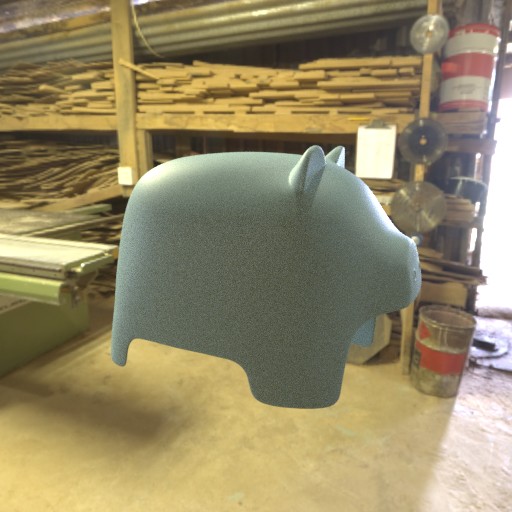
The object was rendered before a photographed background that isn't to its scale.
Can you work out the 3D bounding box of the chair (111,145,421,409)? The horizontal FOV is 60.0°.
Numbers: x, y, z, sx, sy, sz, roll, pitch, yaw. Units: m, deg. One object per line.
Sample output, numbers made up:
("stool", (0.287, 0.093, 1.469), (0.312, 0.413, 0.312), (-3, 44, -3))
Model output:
("chair", (0.000, 0.000, 0.880), (0.619, 0.423, 0.364), (7, 15, 26))
